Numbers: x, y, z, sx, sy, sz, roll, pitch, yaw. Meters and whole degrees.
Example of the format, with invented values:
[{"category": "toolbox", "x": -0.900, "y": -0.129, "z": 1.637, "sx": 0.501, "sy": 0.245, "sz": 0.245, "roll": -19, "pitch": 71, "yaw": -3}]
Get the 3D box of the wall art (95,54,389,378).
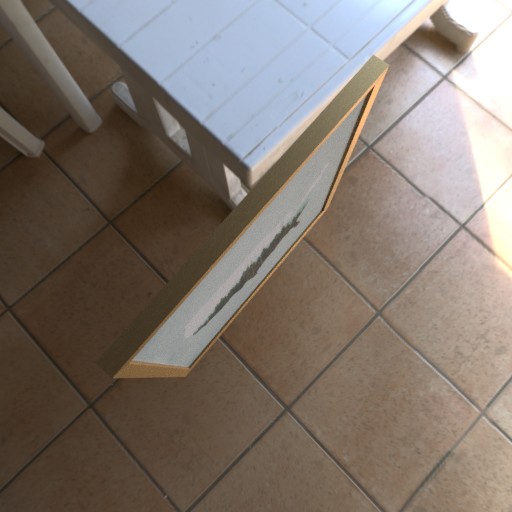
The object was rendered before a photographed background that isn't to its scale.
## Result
[{"category": "wall art", "x": 0.000, "y": 0.000, "z": 1.154, "sx": 0.038, "sy": 0.762, "sz": 0.762, "roll": 39, "pitch": 78, "yaw": 10}]
